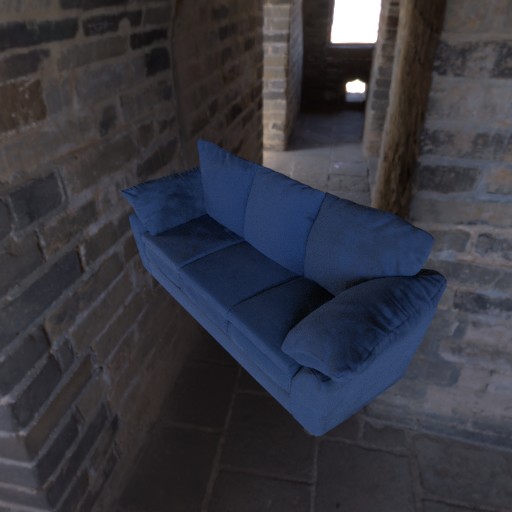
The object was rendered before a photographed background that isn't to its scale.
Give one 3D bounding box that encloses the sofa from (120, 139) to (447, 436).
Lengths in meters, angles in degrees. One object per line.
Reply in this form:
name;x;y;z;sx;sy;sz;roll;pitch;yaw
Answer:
sofa;0.000;0.000;2.974;0.907;1.091;2.390;-22;38;-31
